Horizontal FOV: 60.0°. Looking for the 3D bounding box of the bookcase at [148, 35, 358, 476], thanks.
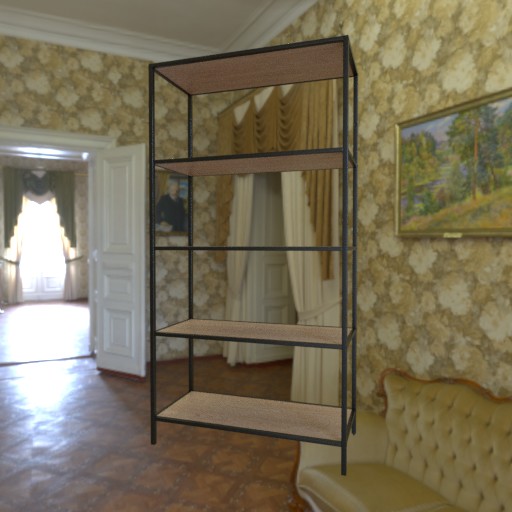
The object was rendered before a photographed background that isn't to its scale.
[{"bbox_3d":[0.000,0.000,1.792,0.770,1.500,0.350,0,2,18],"label":"bookcase"}]
